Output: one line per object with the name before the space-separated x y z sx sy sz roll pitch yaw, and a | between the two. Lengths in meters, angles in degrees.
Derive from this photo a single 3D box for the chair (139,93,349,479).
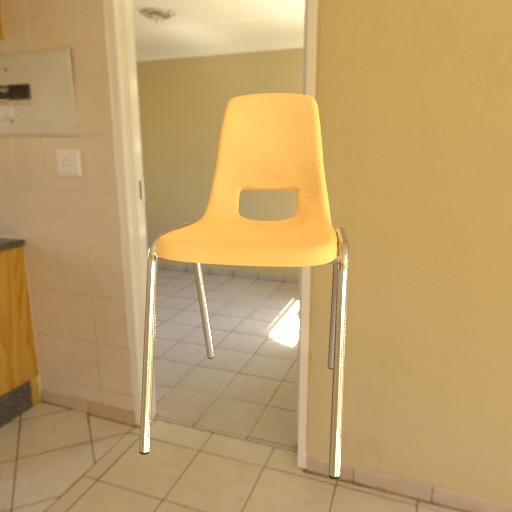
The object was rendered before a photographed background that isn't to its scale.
chair | 0.000 0.000 0.942 0.381 0.704 0.436 2 14 10
